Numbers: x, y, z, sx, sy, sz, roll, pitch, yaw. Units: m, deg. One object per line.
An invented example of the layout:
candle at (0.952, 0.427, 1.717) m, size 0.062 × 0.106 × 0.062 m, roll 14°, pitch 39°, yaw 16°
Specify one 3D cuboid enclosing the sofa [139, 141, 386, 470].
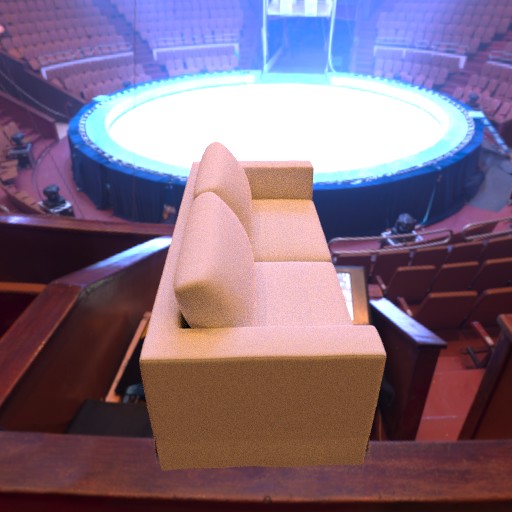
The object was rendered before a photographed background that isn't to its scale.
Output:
sofa at (0.000, 0.000, 2.661) m, size 0.954 × 0.881 × 2.163 m, roll -1°, pitch 32°, yaw -1°
